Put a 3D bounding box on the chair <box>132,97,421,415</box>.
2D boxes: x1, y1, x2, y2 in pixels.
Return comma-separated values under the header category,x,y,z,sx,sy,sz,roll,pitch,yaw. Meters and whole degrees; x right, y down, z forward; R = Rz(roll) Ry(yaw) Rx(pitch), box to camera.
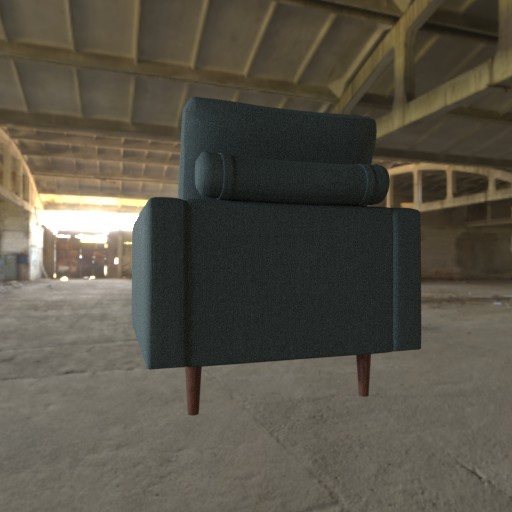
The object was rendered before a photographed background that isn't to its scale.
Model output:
category,x,y,z,sx,sy,sz,roll,pitch,yaw
chair,0.000,0.000,1.575,0.821,0.880,0.843,0,-1,-18
